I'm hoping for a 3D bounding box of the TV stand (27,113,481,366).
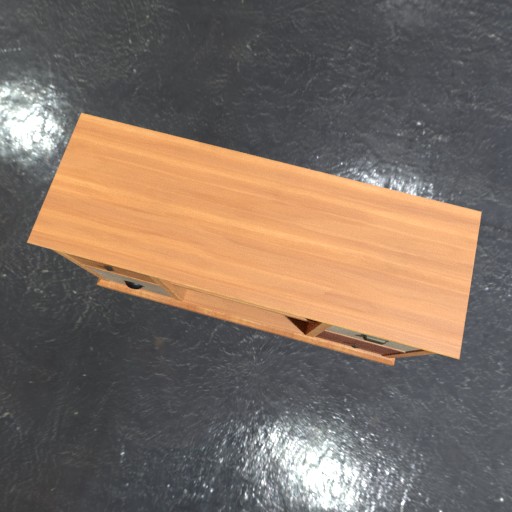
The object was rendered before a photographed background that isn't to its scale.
[{"bbox_3d":[0.000,0.000,1.498,1.181,0.607,0.417,15,76,4],"label":"TV stand"}]
